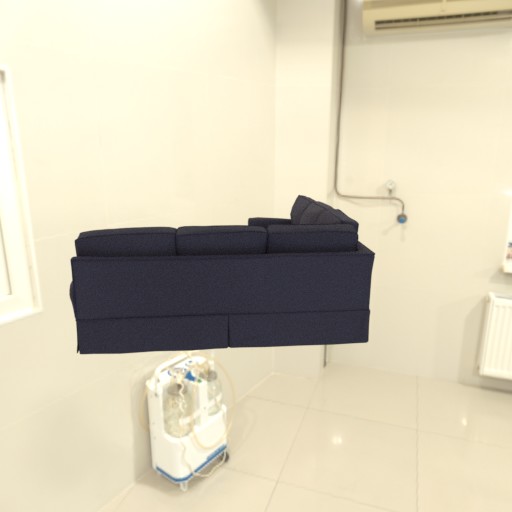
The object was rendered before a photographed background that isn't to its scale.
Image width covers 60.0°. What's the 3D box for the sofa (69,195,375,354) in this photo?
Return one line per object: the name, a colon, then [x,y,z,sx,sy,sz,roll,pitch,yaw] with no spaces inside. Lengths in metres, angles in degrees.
sofa: [0.000,0.000,5.108,2.874,1.169,3.773,7,17,25]
